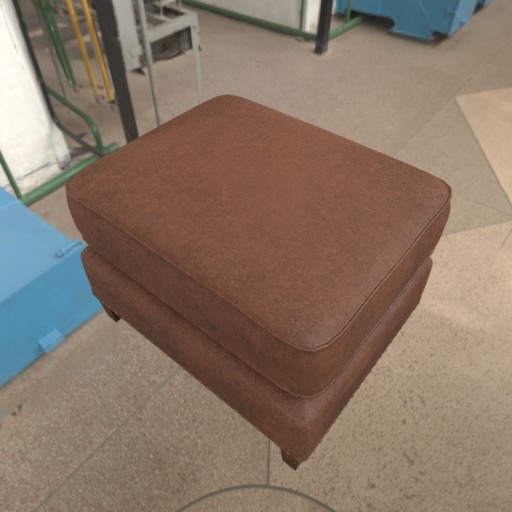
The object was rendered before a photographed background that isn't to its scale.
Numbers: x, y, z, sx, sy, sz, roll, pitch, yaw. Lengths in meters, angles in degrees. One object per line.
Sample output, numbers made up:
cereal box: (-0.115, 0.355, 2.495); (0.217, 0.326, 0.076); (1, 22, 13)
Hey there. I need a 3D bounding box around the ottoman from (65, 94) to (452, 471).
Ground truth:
ottoman: (0.000, 0.000, 1.127); (0.738, 0.537, 0.589); (31, 54, 26)
